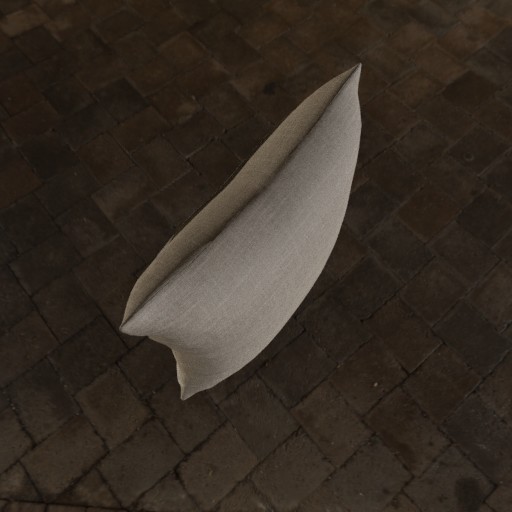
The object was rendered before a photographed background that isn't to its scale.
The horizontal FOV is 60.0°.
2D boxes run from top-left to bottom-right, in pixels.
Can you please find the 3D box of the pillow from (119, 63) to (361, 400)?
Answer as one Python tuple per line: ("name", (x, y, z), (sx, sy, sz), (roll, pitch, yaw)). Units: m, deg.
("pillow", (0.000, 0.000, 0.637), (0.169, 0.400, 0.424), (34, 69, 15))
